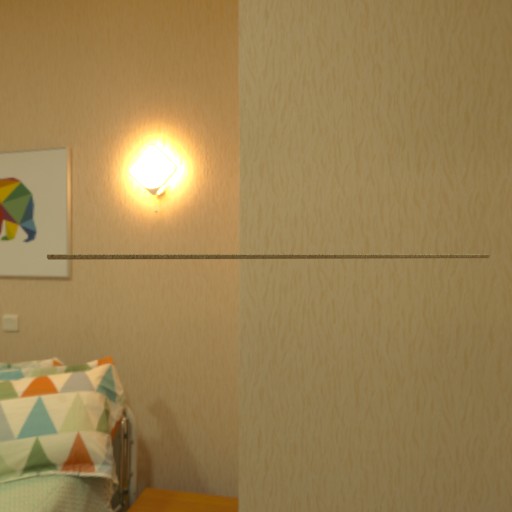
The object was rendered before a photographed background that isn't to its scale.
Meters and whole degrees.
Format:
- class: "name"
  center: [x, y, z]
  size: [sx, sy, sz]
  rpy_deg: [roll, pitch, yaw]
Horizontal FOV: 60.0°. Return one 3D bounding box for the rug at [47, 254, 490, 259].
- class: "rug"
  center: [0.000, 0.000, 3.390]
  size: [2.699, 0.025, 1.800]
  rpy_deg: [0, 0, -18]
